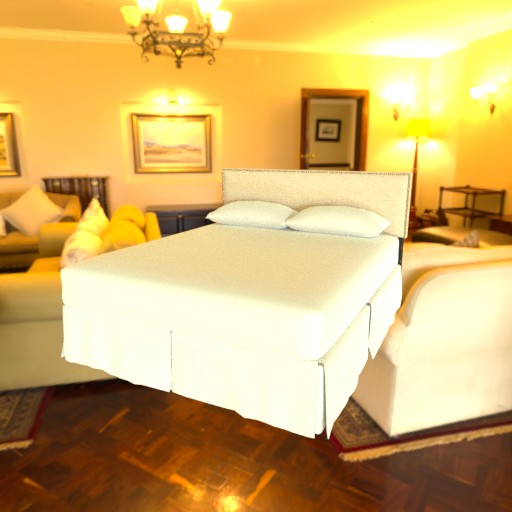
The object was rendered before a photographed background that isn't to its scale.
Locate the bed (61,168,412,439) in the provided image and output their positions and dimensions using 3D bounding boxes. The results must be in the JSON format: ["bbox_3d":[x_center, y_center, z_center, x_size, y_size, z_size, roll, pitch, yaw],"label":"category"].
[{"bbox_3d":[0.000,0.000,2.865,1.616,1.016,1.876,7,15,26],"label":"bed"}]
